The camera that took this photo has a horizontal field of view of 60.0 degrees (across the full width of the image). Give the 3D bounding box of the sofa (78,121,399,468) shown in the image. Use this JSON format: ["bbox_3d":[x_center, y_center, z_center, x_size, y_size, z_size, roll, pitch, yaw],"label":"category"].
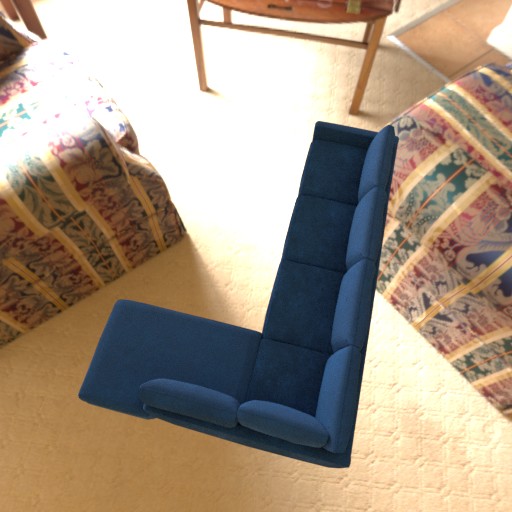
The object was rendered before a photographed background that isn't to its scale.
[{"bbox_3d":[0.000,0.000,3.205,1.707,0.687,2.486,13,65,6],"label":"sofa"}]
